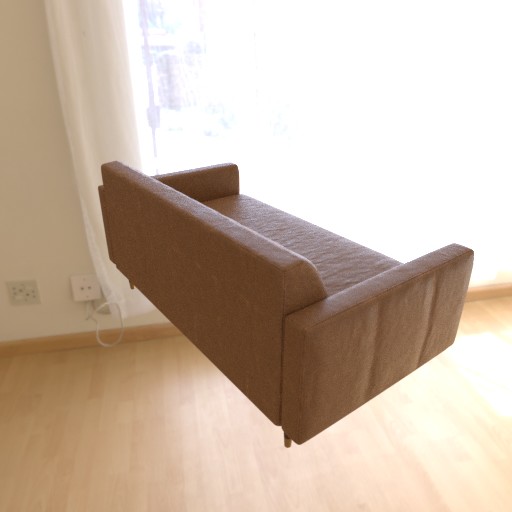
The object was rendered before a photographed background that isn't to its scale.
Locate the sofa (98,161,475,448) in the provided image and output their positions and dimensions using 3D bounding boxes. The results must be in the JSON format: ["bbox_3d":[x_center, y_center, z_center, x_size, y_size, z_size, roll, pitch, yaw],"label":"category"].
[{"bbox_3d":[0.000,0.000,2.331,0.993,0.821,1.847,-18,31,-33],"label":"sofa"}]
